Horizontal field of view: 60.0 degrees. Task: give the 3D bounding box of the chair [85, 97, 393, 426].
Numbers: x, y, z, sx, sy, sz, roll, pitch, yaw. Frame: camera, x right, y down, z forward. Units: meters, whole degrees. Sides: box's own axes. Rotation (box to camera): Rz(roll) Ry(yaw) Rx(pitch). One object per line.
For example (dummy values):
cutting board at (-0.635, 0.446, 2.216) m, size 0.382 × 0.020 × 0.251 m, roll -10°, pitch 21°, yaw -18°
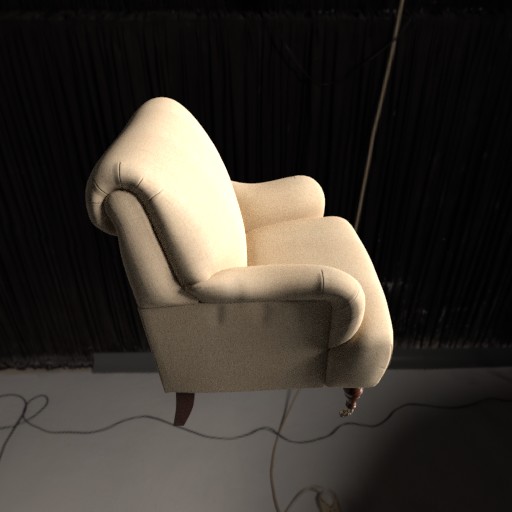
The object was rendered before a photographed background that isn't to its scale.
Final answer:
chair at (0.000, 0.000, 1.539) m, size 0.842 × 0.944 × 0.766 m, roll -1°, pitch 32°, yaw -2°
